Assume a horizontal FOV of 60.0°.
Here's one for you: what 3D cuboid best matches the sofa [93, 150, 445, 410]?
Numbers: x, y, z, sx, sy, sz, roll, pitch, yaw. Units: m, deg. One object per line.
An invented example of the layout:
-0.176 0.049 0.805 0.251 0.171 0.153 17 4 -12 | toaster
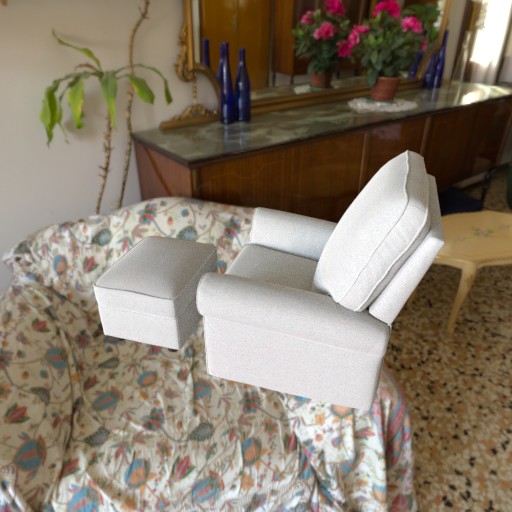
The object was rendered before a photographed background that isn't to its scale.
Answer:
0.000 0.000 2.068 1.478 0.959 0.880 8 30 14 | sofa
